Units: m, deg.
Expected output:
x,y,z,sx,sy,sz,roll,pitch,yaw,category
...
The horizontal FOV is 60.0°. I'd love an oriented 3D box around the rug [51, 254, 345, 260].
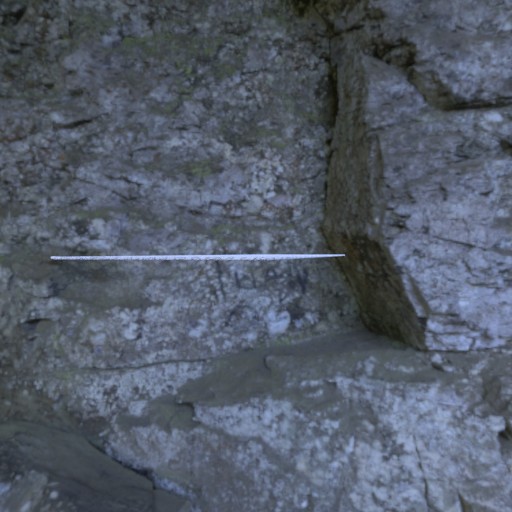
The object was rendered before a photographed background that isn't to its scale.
x,y,z,sx,sy,sz,roll,pitch,yaw,category
0.000,0.000,2.613,0.807,0.013,2.436,0,0,17,rug
